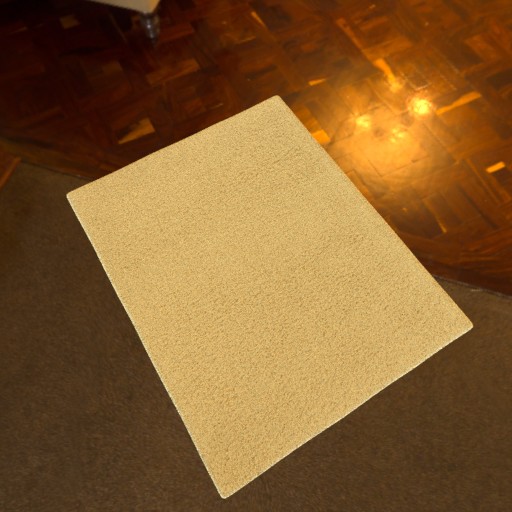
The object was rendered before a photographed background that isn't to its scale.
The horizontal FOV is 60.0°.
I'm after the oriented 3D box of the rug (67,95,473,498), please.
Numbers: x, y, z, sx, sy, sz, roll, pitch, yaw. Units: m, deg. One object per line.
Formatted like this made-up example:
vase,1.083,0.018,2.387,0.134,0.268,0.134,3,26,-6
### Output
rug,0.000,0.000,4.002,2.438,0.029,3.047,-29,68,-13
